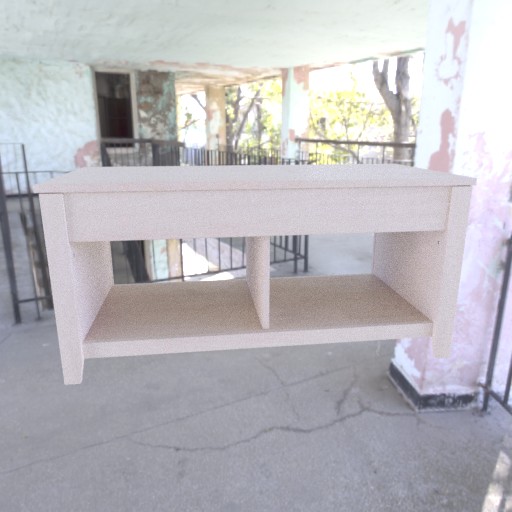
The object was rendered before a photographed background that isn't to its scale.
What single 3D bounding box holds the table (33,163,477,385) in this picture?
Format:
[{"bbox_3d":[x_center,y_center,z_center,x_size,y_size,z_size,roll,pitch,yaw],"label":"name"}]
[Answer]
[{"bbox_3d":[0.000,0.000,1.289,1.016,0.483,0.457,-2,16,-7],"label":"table"}]
